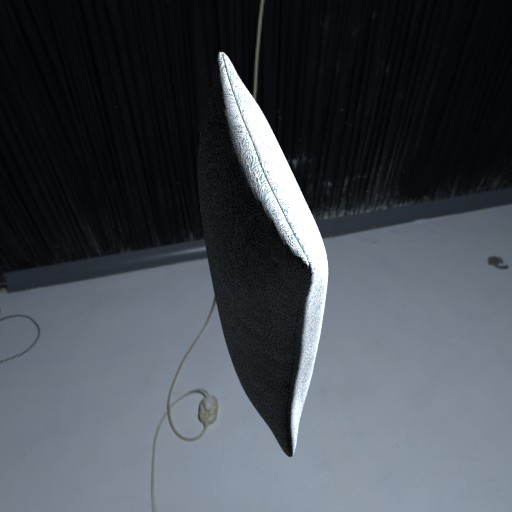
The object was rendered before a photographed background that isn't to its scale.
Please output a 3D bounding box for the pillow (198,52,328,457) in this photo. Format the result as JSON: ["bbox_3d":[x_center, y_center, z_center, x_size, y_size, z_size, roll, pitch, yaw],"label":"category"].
[{"bbox_3d":[0.000,0.000,0.784,0.166,0.507,0.526,-9,47,-9],"label":"pillow"}]
